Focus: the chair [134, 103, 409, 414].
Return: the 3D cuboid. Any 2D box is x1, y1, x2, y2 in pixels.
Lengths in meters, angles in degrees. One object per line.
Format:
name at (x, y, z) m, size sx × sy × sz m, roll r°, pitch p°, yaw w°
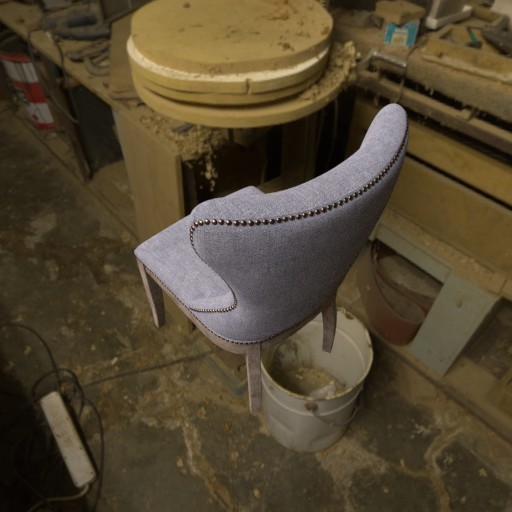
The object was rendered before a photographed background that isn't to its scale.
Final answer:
chair at (0.000, 0.000, 1.428) m, size 0.654 × 1.002 × 0.681 m, roll -32°, pitch 55°, yaw -26°
